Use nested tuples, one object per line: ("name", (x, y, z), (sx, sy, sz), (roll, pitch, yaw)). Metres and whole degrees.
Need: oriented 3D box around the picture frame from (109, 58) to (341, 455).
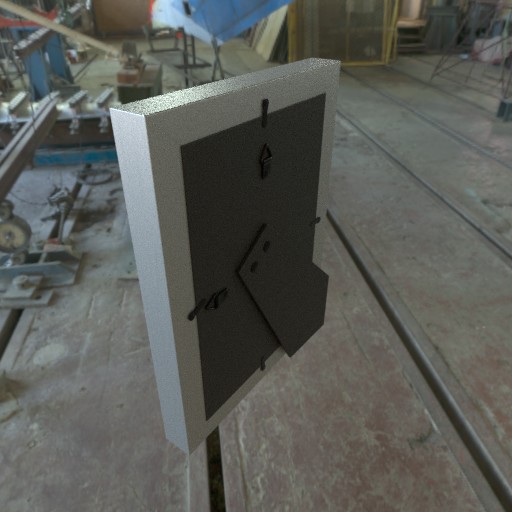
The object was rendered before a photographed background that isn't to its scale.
("picture frame", (0.000, 0.000, 0.276), (0.028, 0.208, 0.157), (21, 38, 30))
